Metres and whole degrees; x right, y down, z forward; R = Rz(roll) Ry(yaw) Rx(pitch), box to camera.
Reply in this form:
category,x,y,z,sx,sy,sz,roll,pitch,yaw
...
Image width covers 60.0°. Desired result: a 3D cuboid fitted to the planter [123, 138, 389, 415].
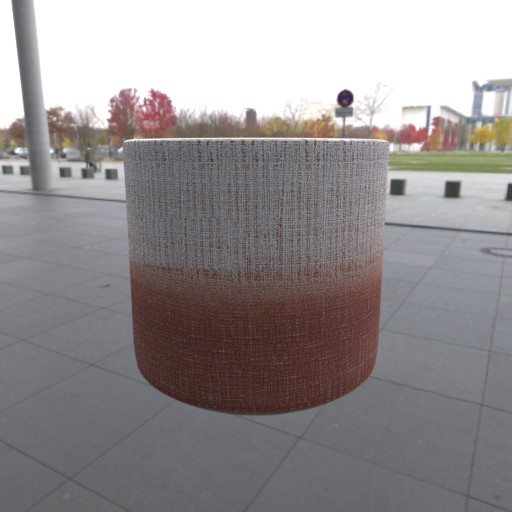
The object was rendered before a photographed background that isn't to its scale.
category,x,y,z,sx,sy,sz,roll,pitch,yaw
planter,0.000,0.000,0.398,0.221,0.201,0.221,0,14,0
